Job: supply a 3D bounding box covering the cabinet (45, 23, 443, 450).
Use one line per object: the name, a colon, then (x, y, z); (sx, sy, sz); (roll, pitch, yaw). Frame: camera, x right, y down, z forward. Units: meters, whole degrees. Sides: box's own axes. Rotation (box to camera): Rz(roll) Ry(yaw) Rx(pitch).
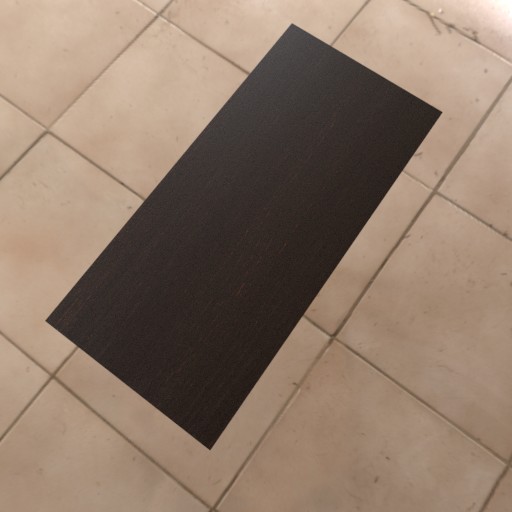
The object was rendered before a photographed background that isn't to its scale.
cabinet: (0.000, 0.000, 1.443); (0.451, 0.860, 0.950); (35, 78, 8)
